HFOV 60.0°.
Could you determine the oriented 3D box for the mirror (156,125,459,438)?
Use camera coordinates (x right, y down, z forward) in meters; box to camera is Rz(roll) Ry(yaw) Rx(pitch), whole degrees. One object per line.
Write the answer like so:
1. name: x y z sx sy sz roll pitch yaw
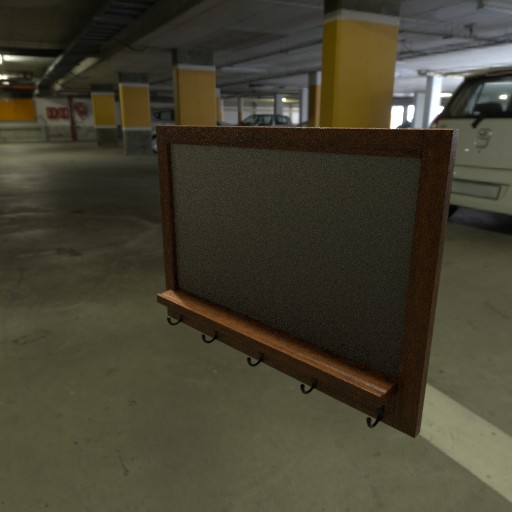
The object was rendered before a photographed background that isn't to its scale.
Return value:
1. mirror: 0.000 0.000 0.959 0.758 0.537 0.084 16 23 42
